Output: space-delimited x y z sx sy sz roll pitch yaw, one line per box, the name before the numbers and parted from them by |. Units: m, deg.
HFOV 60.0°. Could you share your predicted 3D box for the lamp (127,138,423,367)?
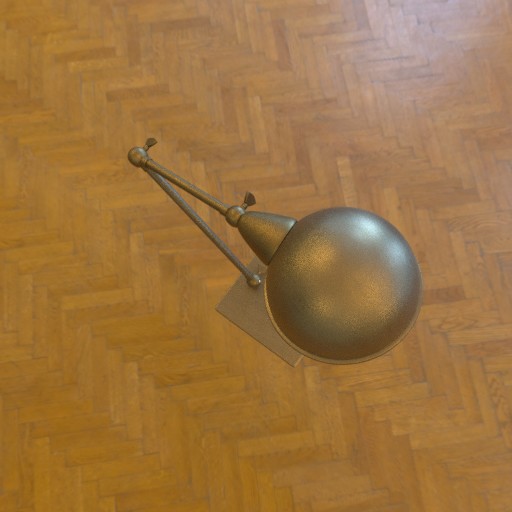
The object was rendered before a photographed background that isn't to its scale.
lamp | 0.000 0.000 0.539 0.339 0.371 0.149 35 78 9
